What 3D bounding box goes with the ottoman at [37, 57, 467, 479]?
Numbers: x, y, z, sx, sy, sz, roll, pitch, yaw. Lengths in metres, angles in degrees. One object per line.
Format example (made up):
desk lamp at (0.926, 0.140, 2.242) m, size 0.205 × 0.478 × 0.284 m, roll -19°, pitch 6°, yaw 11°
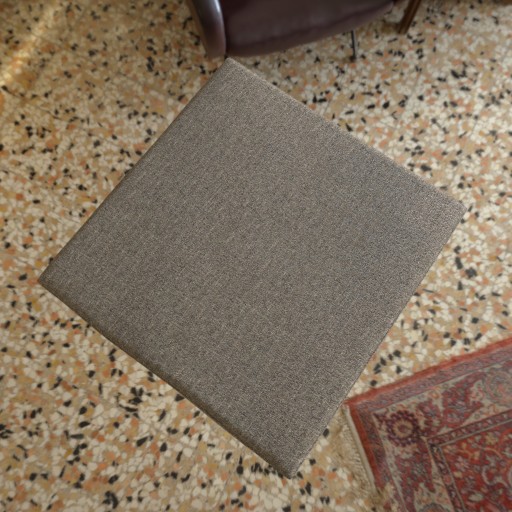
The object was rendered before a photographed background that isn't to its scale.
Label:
ottoman at (0.000, 0.000, 1.539) m, size 0.981 × 0.379 × 1.016 m, roll 35°, pitch 79°, yaw 8°
